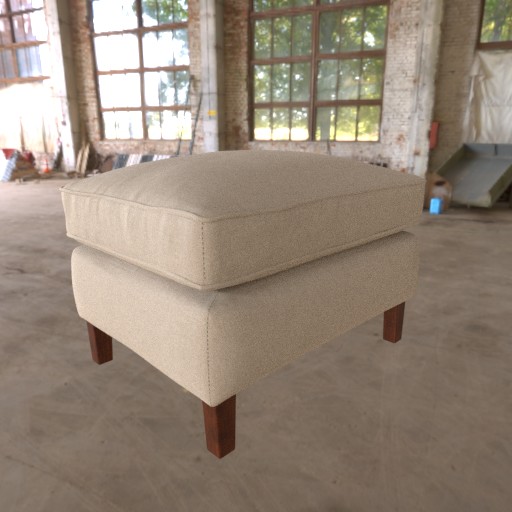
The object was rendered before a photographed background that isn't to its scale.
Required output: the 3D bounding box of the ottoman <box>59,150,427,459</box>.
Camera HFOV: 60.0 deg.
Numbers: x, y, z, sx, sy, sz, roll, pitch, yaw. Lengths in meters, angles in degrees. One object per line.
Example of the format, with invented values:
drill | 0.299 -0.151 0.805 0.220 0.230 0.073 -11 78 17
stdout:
ottoman | 0.000 0.000 0.982 0.665 0.456 0.501 -15 22 -43
